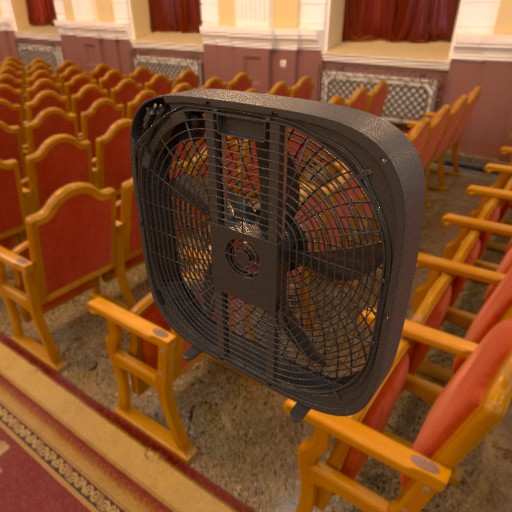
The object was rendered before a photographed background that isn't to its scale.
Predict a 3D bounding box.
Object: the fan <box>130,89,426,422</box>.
[{"bbox_3d":[0.000,0.000,0.784,0.526,0.533,0.142,20,35,31],"label":"fan"}]
